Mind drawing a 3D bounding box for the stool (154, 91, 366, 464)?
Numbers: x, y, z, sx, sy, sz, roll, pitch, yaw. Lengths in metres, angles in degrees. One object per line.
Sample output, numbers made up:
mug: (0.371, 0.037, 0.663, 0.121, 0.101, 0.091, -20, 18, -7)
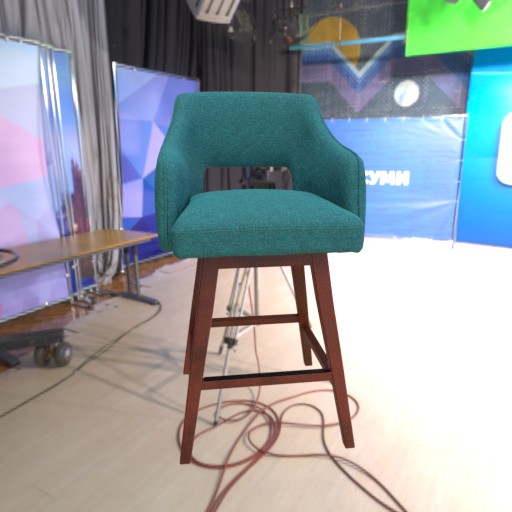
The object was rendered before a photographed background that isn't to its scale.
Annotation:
stool: (0.000, 0.000, 1.313, 0.548, 0.961, 0.556, -2, 16, -8)
